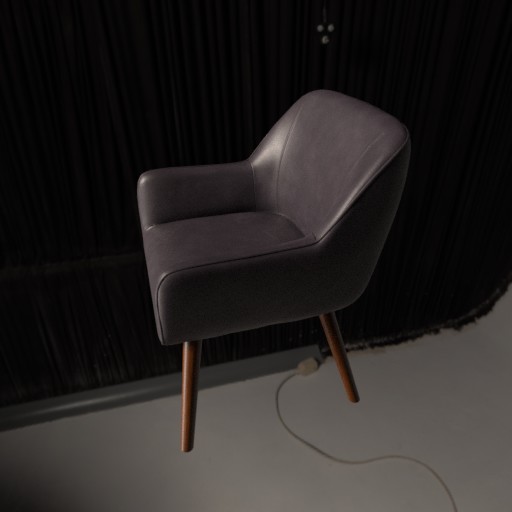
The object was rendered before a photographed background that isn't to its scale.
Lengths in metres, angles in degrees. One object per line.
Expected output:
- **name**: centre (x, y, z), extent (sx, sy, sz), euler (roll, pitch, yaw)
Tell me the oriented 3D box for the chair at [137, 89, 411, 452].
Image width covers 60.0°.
- **chair**: centre (0.000, 0.000, 1.275), extent (0.610, 0.828, 0.610), euler (-9, 32, -14)
